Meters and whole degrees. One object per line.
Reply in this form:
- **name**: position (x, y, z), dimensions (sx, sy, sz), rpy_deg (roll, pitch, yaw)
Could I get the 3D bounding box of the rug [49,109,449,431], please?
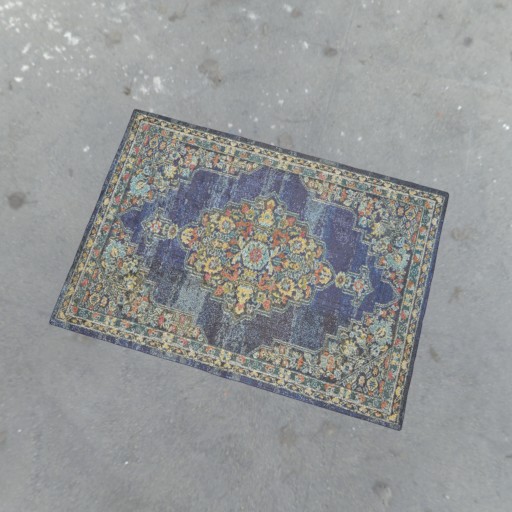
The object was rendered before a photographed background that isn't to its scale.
- **rug**: position (0.000, 0.000, 3.747), dimensions (2.940, 0.011, 2.053), rpy_deg (16, 77, 4)
